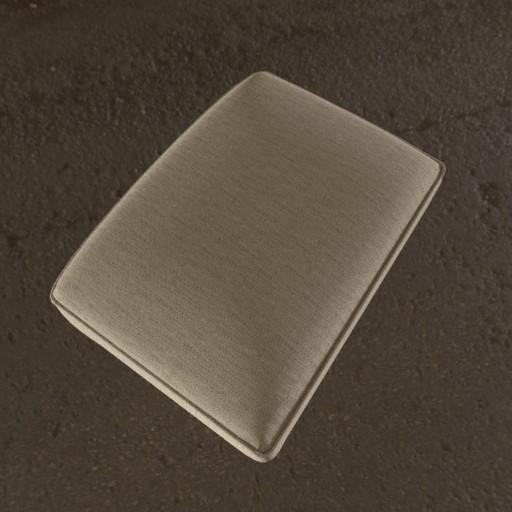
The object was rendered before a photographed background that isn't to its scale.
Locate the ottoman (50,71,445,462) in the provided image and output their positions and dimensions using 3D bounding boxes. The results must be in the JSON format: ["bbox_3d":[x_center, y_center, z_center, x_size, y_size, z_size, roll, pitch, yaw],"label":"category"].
[{"bbox_3d":[0.000,0.000,1.133,0.594,0.465,0.794,32,69,14],"label":"ottoman"}]
